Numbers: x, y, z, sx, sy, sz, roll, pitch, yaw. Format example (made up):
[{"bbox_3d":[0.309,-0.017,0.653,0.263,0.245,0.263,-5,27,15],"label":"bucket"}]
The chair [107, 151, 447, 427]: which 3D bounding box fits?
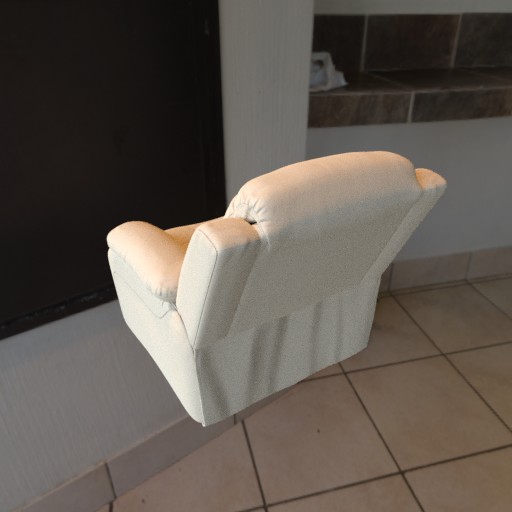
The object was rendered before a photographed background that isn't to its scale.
[{"bbox_3d":[0.000,0.000,1.241,0.680,0.702,0.709,-17,34,-28],"label":"chair"}]
